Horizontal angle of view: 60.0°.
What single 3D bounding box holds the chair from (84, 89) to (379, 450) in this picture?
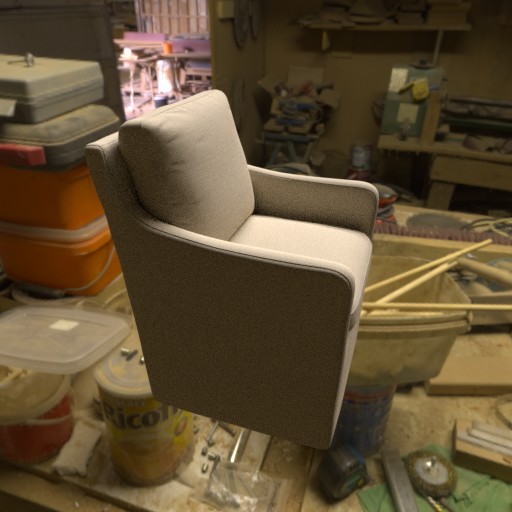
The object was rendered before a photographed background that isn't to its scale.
[{"bbox_3d":[0.000,0.000,1.406,0.694,0.914,0.626,10,32,16],"label":"chair"}]
